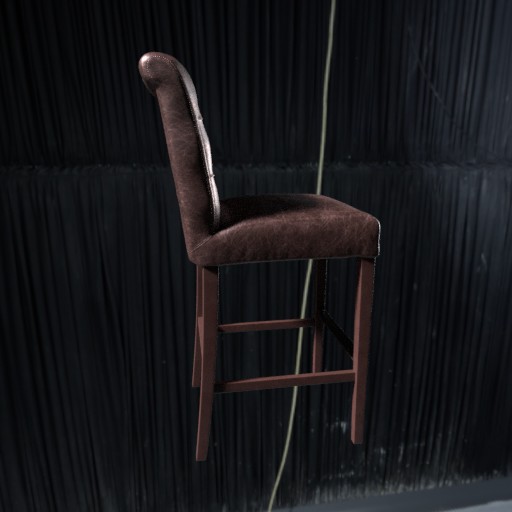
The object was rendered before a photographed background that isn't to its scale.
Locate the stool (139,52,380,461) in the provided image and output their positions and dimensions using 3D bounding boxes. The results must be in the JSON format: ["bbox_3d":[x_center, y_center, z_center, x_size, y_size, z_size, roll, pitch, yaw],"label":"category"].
[{"bbox_3d":[0.000,0.000,1.470,0.659,1.168,0.483,-2,15,-9],"label":"stool"}]
